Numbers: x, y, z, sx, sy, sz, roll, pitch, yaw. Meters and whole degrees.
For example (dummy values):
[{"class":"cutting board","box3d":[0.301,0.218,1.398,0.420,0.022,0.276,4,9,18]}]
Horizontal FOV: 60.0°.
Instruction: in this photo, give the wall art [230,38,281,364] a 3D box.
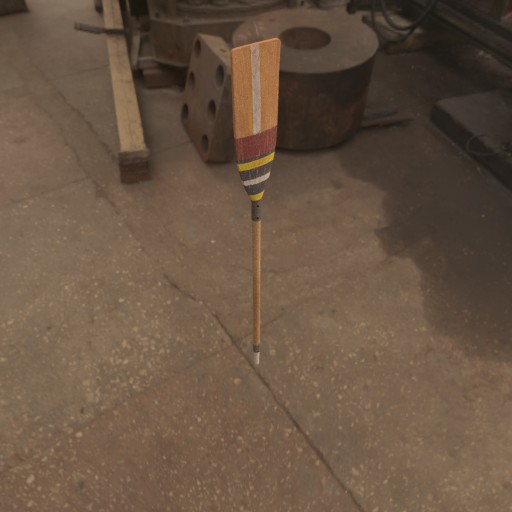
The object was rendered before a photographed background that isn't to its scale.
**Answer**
[{"class":"wall art","box3d":[0.000,0.000,1.686,0.146,1.556,0.038,-24,51,-21]}]
